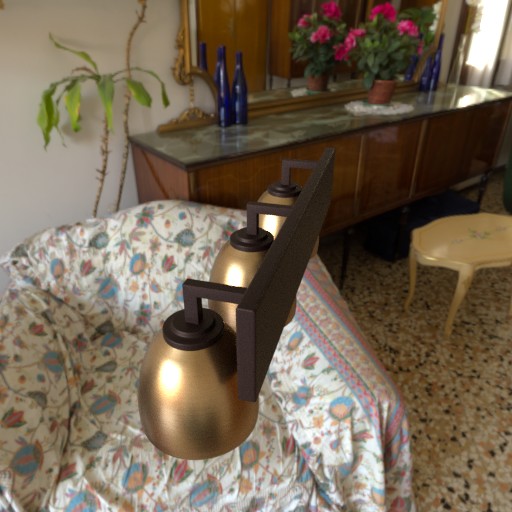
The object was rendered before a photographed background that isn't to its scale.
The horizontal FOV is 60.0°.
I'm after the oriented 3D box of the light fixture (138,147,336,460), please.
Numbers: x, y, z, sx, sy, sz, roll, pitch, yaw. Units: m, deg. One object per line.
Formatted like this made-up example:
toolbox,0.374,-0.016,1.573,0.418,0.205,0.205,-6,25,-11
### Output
light fixture,0.000,0.000,0.679,0.157,0.204,0.582,8,30,14
